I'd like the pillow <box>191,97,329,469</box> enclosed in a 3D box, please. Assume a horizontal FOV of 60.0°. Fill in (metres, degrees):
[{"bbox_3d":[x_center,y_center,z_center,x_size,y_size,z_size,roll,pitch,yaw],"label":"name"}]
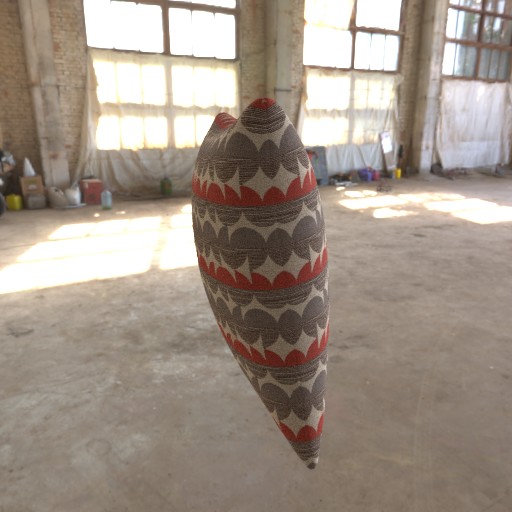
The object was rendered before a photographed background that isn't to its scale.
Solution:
[{"bbox_3d":[0.000,0.000,0.642,0.180,0.410,0.420,-3,16,-9],"label":"pillow"}]
